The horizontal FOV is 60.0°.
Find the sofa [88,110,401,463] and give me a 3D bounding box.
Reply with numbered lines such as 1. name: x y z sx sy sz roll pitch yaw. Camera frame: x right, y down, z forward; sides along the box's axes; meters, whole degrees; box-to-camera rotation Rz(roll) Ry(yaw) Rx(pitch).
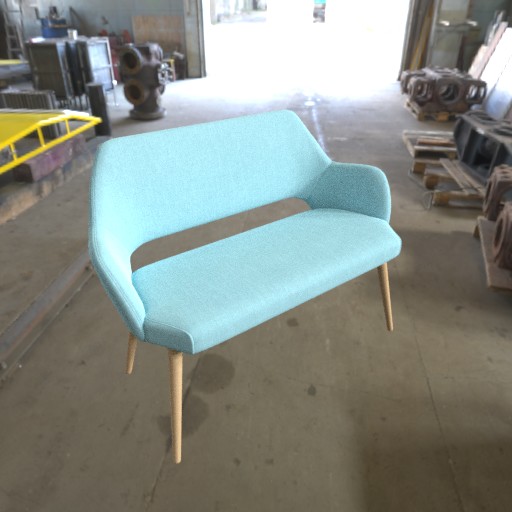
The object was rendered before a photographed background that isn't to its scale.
1. sofa: 0.000 0.000 1.594 1.150 0.840 0.610 -21 36 -32
